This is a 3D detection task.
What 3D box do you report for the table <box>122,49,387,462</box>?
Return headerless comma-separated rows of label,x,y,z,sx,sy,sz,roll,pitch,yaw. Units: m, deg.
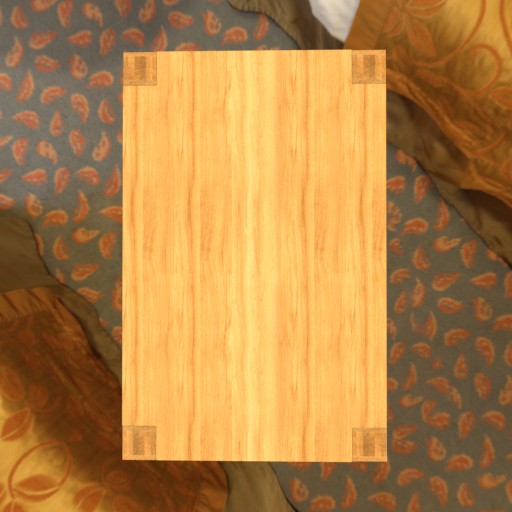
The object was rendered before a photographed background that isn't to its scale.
table,0.000,0.000,1.890,0.900,0.760,1.400,0,90,1
